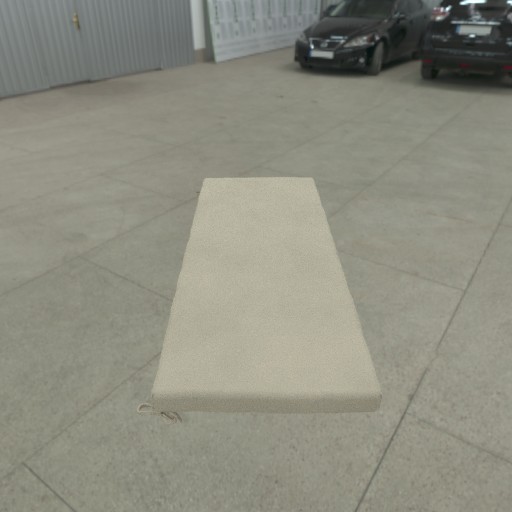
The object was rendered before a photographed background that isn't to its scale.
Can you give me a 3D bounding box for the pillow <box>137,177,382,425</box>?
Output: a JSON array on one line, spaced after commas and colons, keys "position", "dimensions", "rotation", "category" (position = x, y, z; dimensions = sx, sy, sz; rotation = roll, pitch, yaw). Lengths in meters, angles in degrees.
[{"position": [0.000, 0.000, 1.359], "dimensions": [0.492, 0.081, 1.187], "rotation": [0, 31, 0], "category": "pillow"}]
